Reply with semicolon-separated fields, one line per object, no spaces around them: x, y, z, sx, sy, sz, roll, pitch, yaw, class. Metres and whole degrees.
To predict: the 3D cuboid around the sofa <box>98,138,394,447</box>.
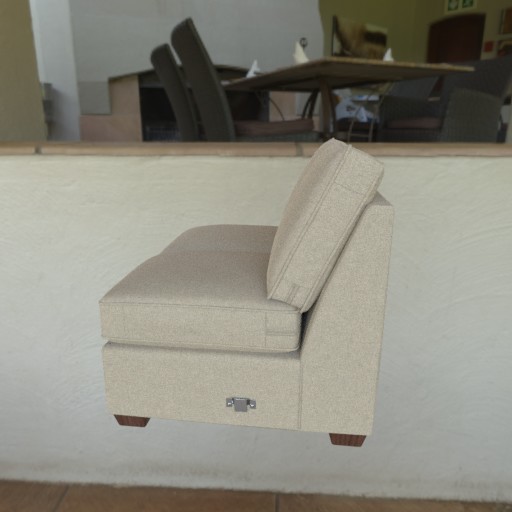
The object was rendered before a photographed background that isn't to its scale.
0.000;0.000;1.987;0.951;1.008;1.237;2;16;7;sofa
